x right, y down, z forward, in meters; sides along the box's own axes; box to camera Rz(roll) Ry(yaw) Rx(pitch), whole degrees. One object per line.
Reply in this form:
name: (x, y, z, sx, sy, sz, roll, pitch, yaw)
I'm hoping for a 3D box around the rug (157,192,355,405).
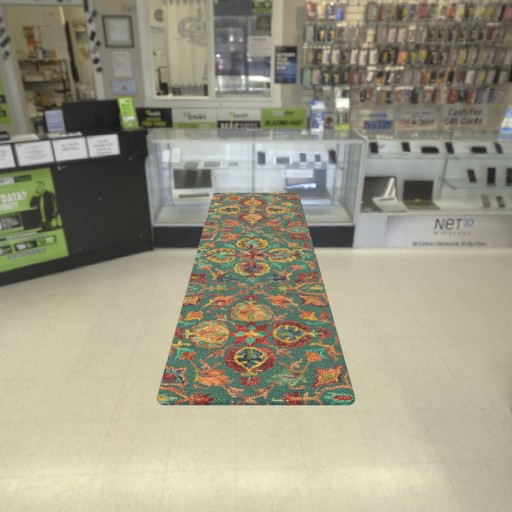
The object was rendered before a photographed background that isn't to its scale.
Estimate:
rug: (0.000, 0.000, 2.530, 0.686, 0.013, 2.286, 0, 26, 0)
